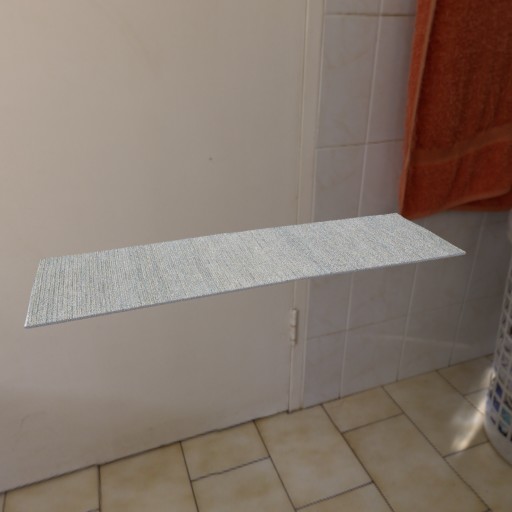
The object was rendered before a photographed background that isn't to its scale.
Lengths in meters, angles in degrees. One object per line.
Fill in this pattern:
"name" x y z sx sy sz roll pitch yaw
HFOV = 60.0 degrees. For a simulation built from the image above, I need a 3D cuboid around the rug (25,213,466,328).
"rug" 0.000 0.000 2.525 2.341 0.037 0.675 -8 28 -16
